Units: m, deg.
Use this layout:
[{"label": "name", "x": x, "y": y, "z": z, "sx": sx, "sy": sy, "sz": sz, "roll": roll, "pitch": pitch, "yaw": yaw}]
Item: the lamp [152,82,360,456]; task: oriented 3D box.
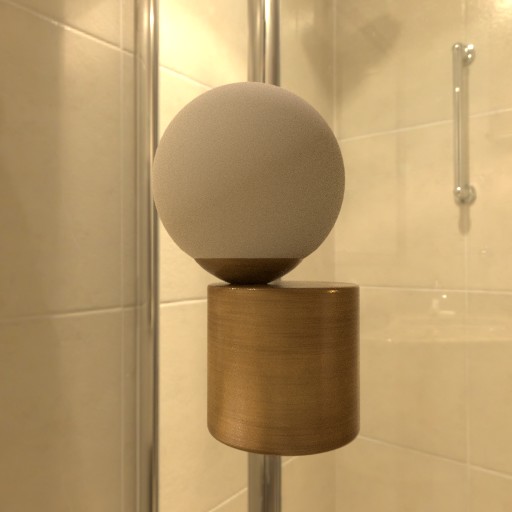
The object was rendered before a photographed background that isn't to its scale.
[{"label": "lamp", "x": 0.000, "y": 0.000, "z": 0.331, "sx": 0.152, "sy": 0.250, "sz": 0.141, "roll": 0, "pitch": -1, "yaw": 1}]
